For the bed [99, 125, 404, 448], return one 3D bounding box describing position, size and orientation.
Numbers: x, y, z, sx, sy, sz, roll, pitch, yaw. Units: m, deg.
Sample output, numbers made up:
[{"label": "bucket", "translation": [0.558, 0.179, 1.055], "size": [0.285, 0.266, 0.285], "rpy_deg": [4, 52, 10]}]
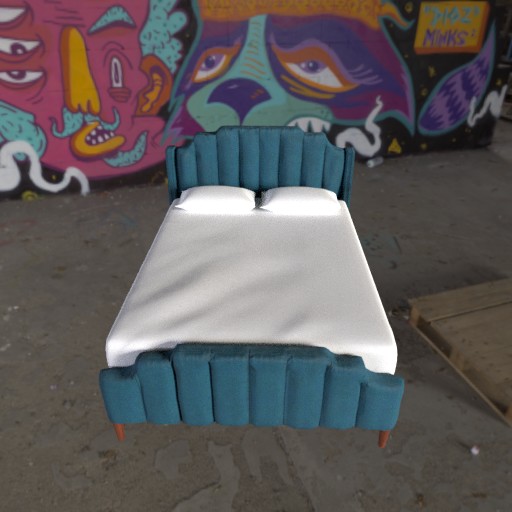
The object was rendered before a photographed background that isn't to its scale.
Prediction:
[{"label": "bed", "translation": [0.000, 0.000, 3.266], "size": [1.676, 1.351, 2.322], "rpy_deg": [1, 30, 2]}]
